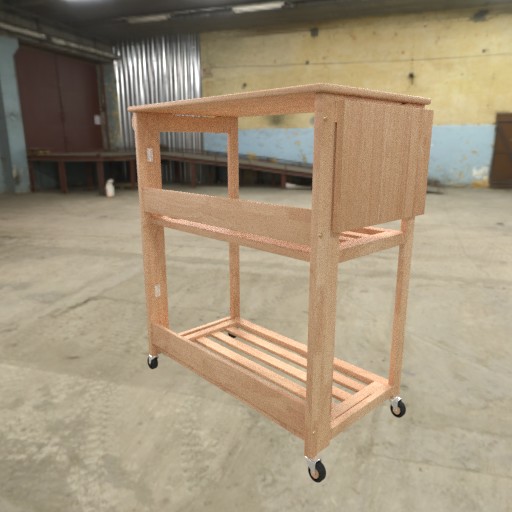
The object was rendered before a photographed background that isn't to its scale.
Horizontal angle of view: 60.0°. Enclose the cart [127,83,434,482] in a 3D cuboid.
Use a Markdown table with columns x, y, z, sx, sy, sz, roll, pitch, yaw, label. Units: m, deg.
| x | y | z | sx | sy | sz | roll | pitch | yaw | label |
| --- | --- | --- | --- | --- | --- | --- | --- | --- | --- |
| 0.000 | 0.000 | 1.349 | 0.432 | 0.879 | 0.853 | -13 | 19 | -42 | cart |
